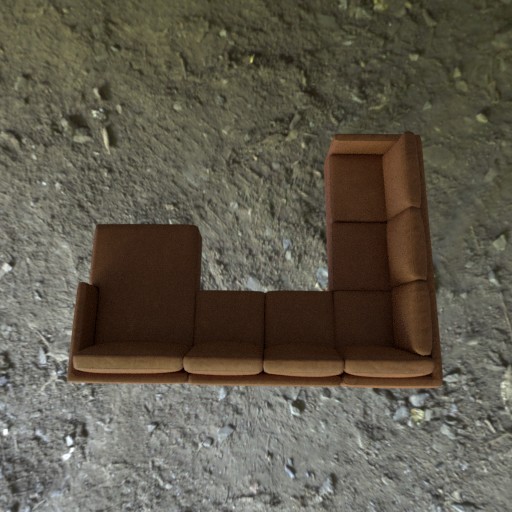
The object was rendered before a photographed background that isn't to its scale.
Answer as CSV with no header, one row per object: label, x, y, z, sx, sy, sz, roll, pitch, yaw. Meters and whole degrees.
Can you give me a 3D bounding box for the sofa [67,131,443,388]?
sofa,0.000,0.000,4.601,3.460,0.923,2.593,1,75,0
